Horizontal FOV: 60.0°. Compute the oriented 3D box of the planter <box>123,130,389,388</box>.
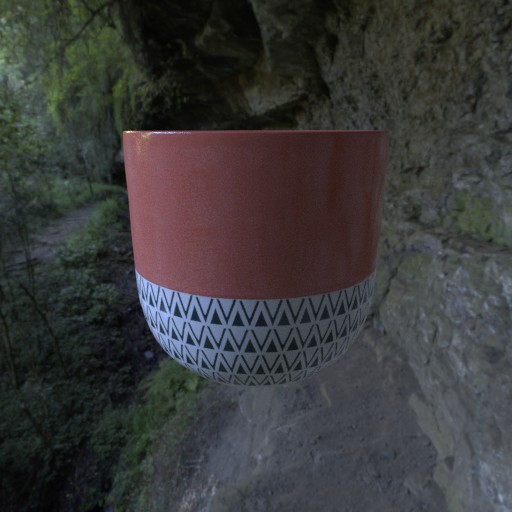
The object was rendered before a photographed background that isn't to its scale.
[{"bbox_3d":[0.000,0.000,0.496,0.266,0.270,0.266,0,16,0],"label":"planter"}]
